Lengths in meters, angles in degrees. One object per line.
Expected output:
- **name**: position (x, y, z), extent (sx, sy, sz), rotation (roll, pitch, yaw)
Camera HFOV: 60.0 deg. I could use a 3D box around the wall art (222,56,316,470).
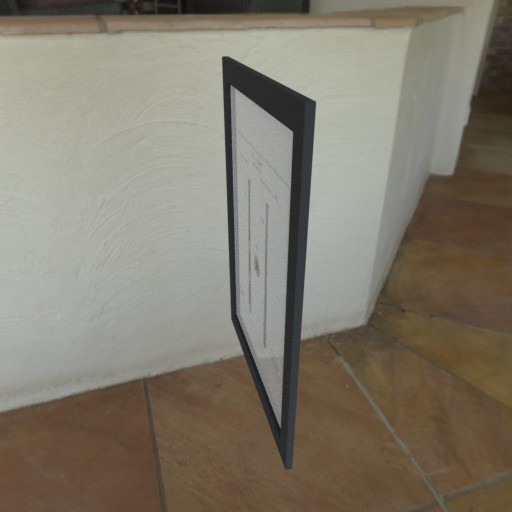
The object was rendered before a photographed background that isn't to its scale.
- **wall art**: position (0.000, 0.000, 0.685), extent (0.012, 0.529, 0.374), rotation (-8, 31, -13)
